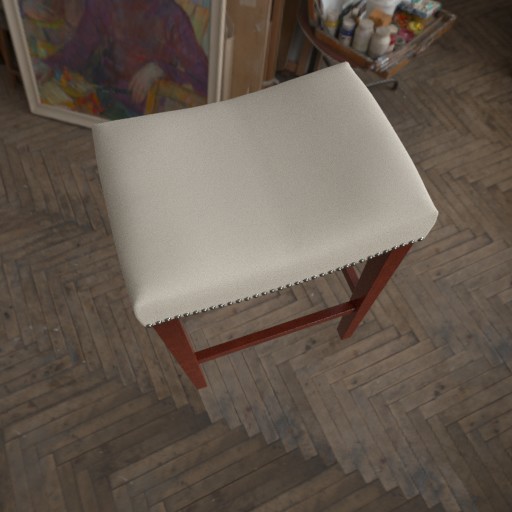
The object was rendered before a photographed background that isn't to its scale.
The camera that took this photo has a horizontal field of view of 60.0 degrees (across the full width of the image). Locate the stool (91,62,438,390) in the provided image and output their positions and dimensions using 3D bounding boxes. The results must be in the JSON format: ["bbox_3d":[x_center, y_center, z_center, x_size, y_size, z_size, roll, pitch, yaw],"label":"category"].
[{"bbox_3d":[0.000,0.000,1.044,0.504,0.742,0.372,-17,66,-8],"label":"stool"}]
